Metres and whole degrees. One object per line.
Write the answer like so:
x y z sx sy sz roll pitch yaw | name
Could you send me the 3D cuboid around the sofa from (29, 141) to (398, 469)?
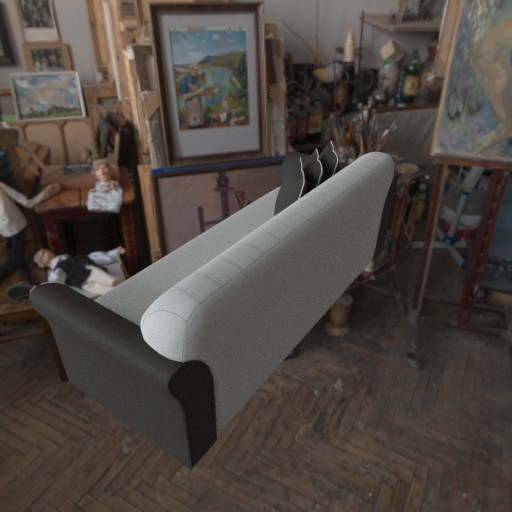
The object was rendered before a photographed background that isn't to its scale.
0.000 0.000 2.324 0.755 0.787 2.001 21 38 29 | sofa
